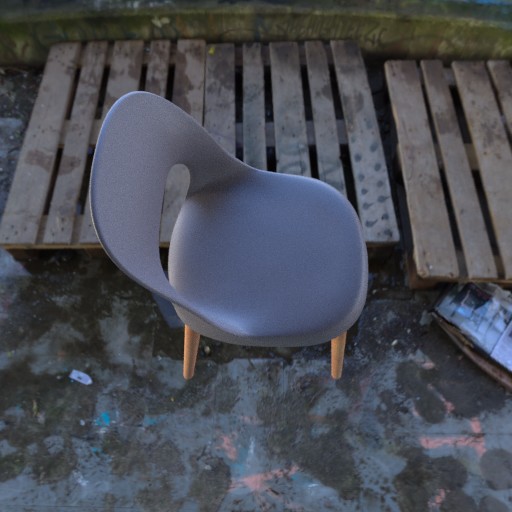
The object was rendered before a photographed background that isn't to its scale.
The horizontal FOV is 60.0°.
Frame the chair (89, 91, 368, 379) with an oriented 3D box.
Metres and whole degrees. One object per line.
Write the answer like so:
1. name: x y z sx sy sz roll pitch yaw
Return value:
1. chair: 0.000 0.000 1.117 0.556 0.795 0.470 1 63 0
